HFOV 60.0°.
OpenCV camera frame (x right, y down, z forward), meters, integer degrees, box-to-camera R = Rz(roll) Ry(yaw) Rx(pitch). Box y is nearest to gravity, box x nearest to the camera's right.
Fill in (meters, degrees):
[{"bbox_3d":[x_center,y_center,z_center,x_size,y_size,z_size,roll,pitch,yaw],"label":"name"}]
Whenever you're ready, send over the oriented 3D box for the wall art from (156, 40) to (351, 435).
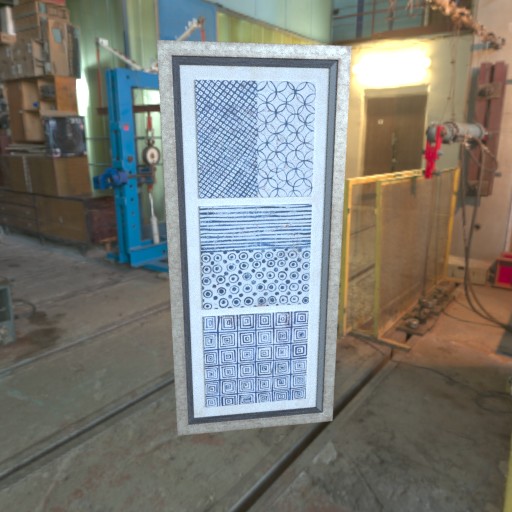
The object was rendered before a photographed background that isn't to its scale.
[{"bbox_3d":[0.000,0.000,1.668,0.648,1.461,0.051,-2,15,-8],"label":"wall art"}]
